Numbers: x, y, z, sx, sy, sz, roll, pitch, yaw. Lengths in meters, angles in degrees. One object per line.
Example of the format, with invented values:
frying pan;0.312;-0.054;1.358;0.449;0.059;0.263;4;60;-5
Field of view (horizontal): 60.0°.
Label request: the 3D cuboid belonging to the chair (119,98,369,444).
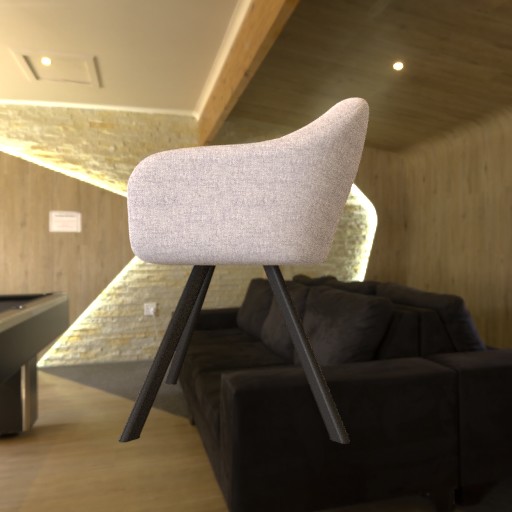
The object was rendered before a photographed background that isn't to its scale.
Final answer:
chair;0.000;0.000;1.152;0.570;0.780;0.540;0;-1;1
